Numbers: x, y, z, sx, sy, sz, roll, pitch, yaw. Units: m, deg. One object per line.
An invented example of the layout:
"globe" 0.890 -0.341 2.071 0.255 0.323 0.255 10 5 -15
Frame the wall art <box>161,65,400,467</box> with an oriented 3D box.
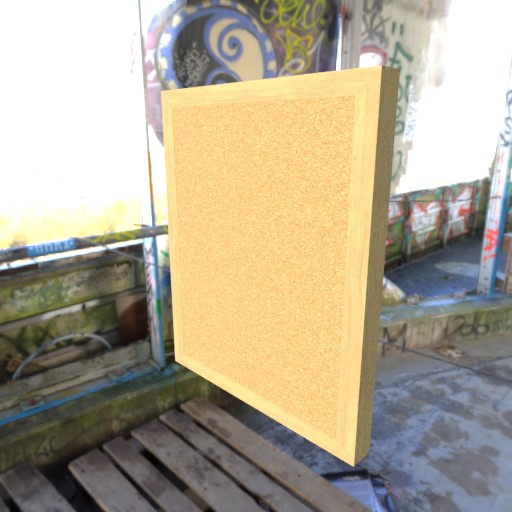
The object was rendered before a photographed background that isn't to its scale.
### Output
"wall art" 0.000 0.000 0.518 0.312 0.380 0.030 15 21 43
